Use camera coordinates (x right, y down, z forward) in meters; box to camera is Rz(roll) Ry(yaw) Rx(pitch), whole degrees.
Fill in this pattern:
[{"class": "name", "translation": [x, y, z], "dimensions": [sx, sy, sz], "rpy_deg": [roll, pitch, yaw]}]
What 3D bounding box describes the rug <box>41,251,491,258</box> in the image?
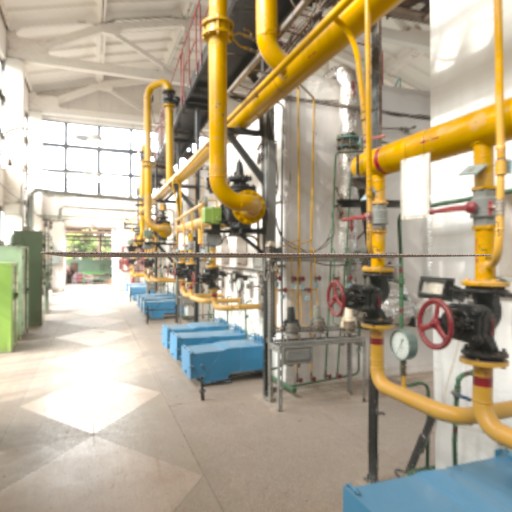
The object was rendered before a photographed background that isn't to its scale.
[{"class": "rug", "translation": [0.000, 0.000, 2.994], "dimensions": [2.464, 0.010, 1.549], "rpy_deg": [0, -1, -19]}]
